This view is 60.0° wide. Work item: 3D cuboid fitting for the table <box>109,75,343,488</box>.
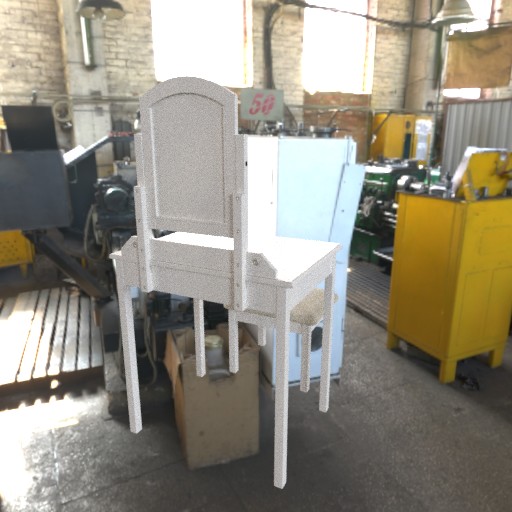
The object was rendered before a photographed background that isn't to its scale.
[{"bbox_3d":[0.000,0.000,2.304,0.876,1.631,1.211,8,18,26],"label":"table"}]
